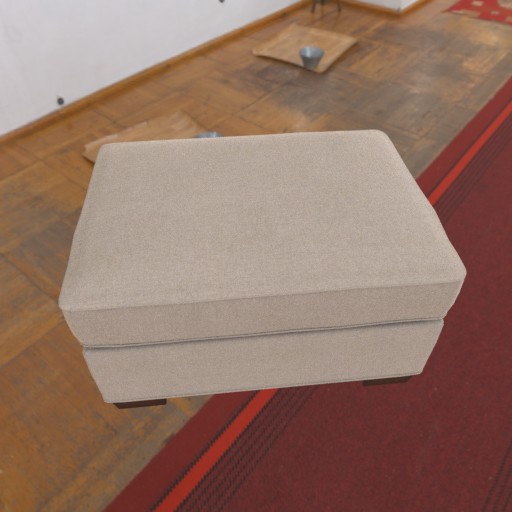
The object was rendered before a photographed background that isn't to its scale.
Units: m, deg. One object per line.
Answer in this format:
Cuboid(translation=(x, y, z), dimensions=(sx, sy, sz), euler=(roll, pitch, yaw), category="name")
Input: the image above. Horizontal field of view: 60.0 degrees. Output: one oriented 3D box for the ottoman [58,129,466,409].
Cuboid(translation=(0.000, 0.000, 1.234), dimensions=(0.846, 0.503, 0.617), euler=(-4, 46, -4), category="ottoman")
